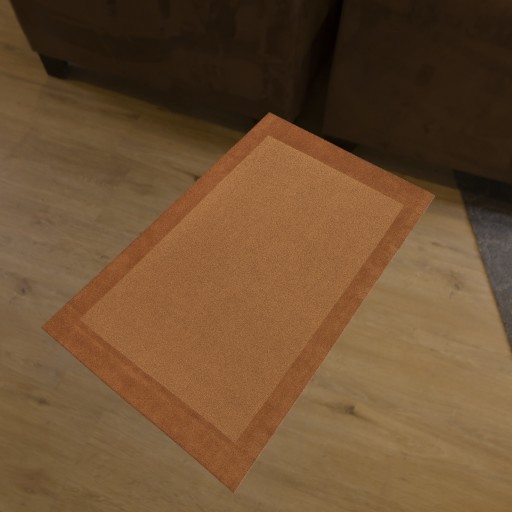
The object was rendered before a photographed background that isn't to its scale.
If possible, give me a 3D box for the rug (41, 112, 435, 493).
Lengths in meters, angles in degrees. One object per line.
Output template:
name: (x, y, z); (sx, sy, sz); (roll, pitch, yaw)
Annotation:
rug: (0.000, 0.000, 3.028); (1.524, 0.014, 2.438); (32, 64, 18)
